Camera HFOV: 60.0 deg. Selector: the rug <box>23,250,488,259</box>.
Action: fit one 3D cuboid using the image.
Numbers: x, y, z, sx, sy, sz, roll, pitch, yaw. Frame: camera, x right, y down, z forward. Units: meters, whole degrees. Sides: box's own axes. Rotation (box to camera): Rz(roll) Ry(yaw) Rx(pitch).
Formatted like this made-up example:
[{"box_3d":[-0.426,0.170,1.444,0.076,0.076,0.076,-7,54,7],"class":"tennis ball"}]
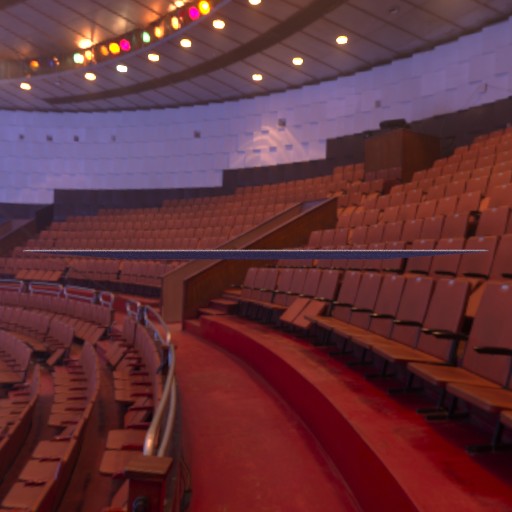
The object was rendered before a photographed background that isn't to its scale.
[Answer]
[{"box_3d":[0.000,0.000,4.014,2.980,0.012,2.363,0,-2,0],"class":"rug"}]
